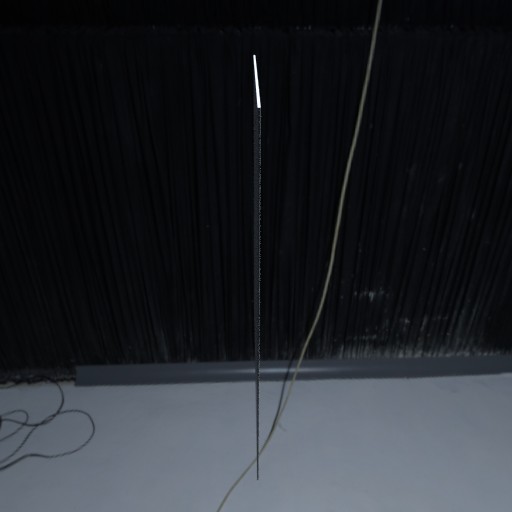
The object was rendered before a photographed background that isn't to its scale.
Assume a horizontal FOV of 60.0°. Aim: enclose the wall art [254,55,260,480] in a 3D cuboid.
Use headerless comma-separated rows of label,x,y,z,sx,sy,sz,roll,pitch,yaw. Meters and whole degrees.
wall art,0.000,0.000,0.792,0.003,0.609,0.457,0,30,-1
